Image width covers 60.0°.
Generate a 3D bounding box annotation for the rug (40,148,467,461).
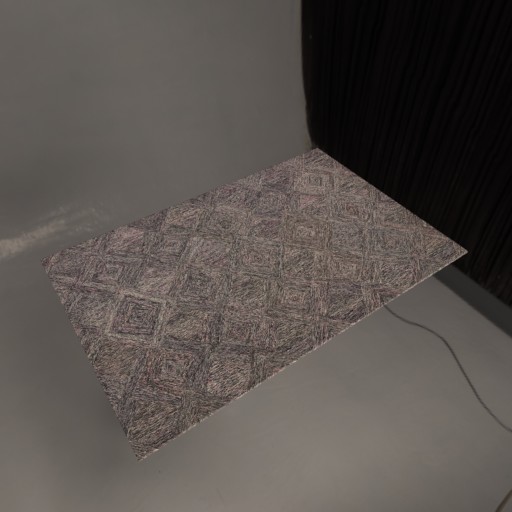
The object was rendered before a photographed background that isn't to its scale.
[{"bbox_3d":[0.000,0.000,2.845,2.298,0.017,1.501,-26,51,-24],"label":"rug"}]
